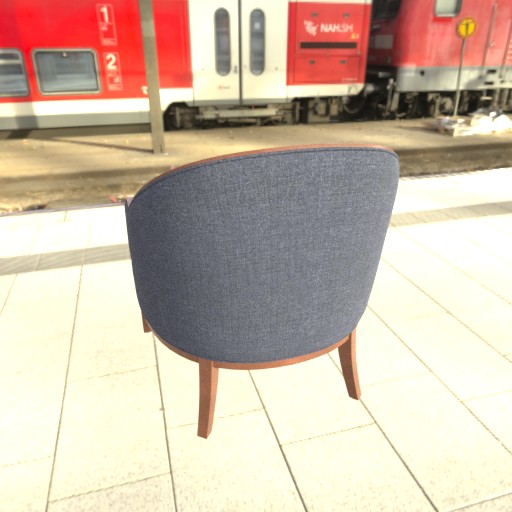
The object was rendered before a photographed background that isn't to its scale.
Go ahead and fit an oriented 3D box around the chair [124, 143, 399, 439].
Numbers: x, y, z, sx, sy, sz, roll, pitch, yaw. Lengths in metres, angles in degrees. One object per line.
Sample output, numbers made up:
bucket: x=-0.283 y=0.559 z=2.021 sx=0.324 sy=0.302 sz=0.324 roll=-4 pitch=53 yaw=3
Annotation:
chair: x=0.000 y=0.000 z=1.484 sx=0.803 sy=0.876 sz=0.735 roll=-8 pitch=27 yaw=-16
